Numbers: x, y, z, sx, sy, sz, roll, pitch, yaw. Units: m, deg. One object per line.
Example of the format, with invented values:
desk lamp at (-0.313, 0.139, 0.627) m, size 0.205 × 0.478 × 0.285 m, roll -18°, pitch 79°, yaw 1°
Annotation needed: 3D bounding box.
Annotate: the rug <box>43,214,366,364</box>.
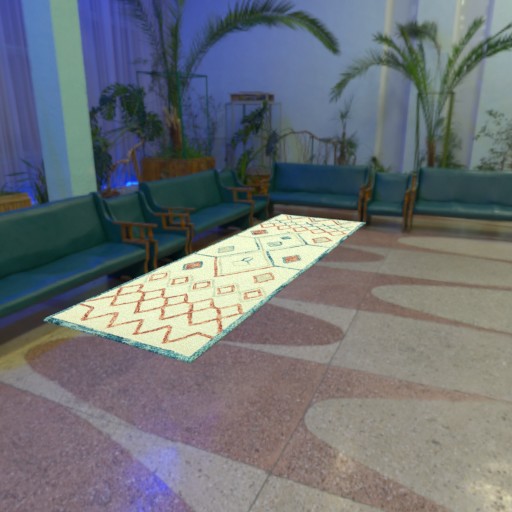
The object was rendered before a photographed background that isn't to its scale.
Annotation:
rug at (0.000, 0.000, 2.718) m, size 0.750 × 0.011 × 2.435 m, roll 9°, pitch 19°, yaw 26°
